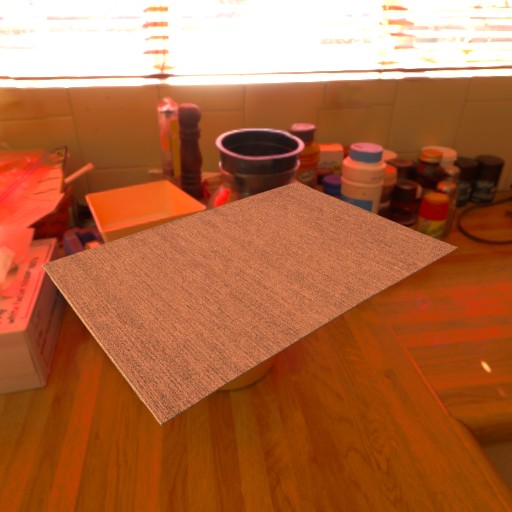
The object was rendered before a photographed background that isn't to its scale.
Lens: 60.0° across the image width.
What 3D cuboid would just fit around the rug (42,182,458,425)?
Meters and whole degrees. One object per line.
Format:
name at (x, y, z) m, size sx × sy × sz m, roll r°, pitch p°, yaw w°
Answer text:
rug at (0.000, 0.000, 3.008) m, size 2.338 × 0.030 × 1.616 m, roll -23°, pitch 38°, yaw -33°
